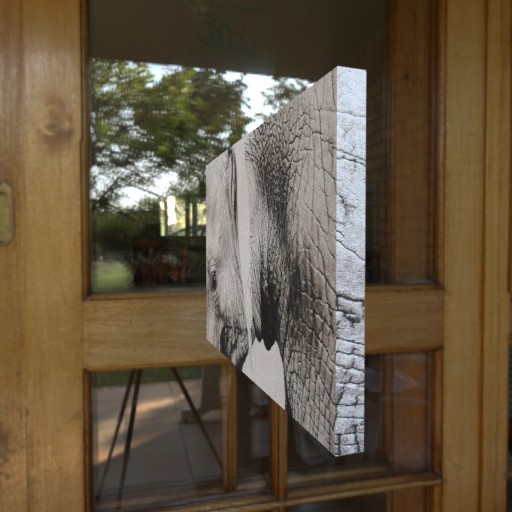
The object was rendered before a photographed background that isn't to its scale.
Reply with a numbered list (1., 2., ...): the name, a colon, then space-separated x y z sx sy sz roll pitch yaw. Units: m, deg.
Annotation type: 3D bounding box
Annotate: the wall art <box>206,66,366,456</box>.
1. wall art: 0.000 0.000 0.756 0.035 0.407 0.613 -1 2 -19
